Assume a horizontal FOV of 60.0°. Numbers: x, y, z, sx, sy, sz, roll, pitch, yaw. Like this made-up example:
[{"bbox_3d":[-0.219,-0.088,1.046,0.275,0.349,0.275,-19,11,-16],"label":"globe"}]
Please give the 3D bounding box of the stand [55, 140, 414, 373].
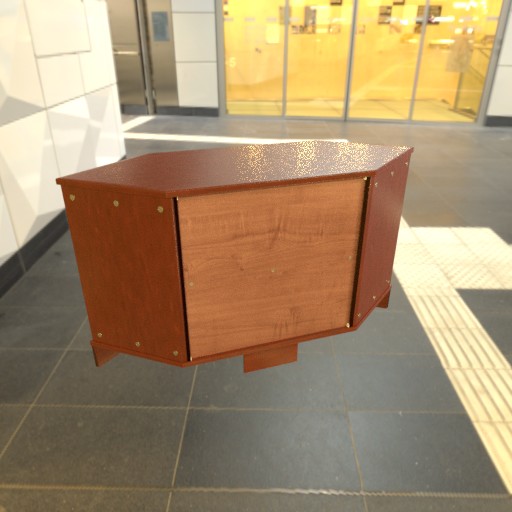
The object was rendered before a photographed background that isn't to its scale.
[{"bbox_3d":[0.000,0.000,1.412,1.072,0.614,0.381,-9,28,-16],"label":"stand"}]
